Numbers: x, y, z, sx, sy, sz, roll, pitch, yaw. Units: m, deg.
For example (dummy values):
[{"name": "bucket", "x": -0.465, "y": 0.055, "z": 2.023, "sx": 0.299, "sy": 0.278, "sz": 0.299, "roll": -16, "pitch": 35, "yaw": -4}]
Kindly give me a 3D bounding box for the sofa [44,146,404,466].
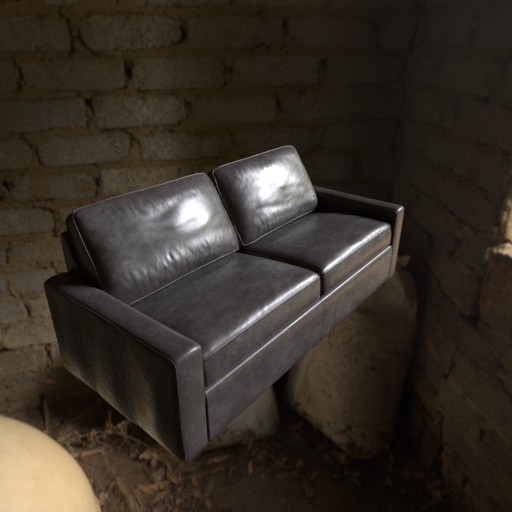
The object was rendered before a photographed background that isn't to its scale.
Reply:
[{"name": "sofa", "x": 0.000, "y": 0.000, "z": 2.582, "sx": 0.939, "sy": 0.916, "sz": 2.081, "roll": 20, "pitch": 33, "yaw": 34}]
